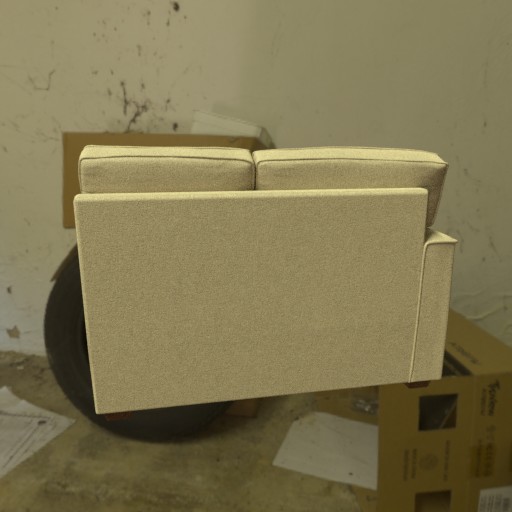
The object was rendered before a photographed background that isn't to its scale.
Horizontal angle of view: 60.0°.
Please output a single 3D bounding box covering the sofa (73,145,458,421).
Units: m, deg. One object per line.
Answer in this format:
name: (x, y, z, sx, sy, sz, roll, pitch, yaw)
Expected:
sofa: (0.000, 0.000, 2.039, 1.388, 0.989, 0.991, -3, 14, -10)
